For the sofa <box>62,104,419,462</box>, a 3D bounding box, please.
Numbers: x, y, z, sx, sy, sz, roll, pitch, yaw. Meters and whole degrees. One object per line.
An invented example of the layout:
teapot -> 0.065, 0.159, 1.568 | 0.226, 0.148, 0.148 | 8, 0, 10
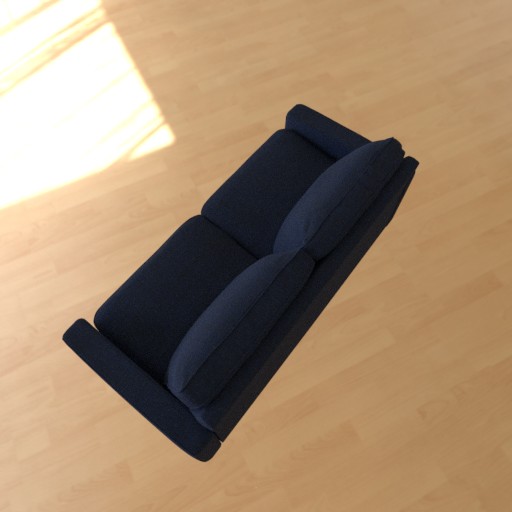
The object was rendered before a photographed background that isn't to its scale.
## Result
sofa -> 0.000, 0.000, 2.583 | 0.940, 0.919, 2.080 | 35, 68, 17
